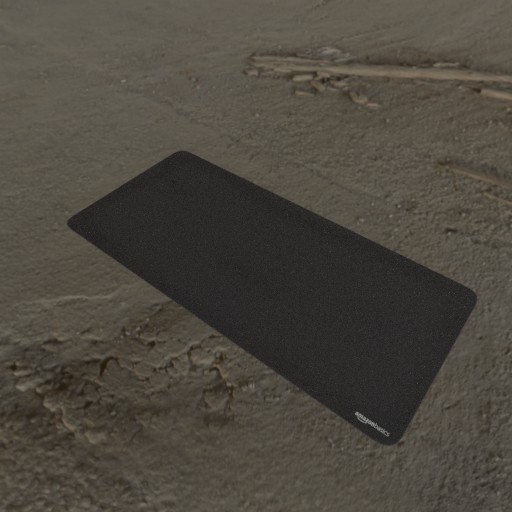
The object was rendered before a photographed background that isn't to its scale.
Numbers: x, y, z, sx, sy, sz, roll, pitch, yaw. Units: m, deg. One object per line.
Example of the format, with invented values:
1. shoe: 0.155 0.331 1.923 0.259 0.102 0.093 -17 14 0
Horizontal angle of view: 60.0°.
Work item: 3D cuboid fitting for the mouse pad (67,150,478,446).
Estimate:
1. mouse pad: 0.000 0.000 1.035 0.907 0.003 0.424 30 53 25
